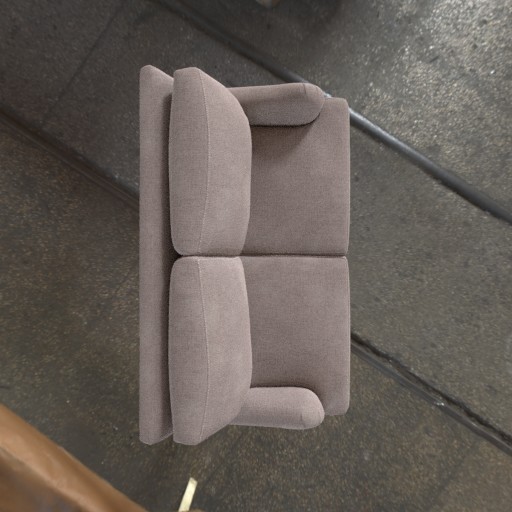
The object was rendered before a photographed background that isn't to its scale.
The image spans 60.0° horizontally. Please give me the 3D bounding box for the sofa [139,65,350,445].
[{"bbox_3d":[0.000,0.000,2.516,1.084,1.101,1.853,0,90,1],"label":"sofa"}]
